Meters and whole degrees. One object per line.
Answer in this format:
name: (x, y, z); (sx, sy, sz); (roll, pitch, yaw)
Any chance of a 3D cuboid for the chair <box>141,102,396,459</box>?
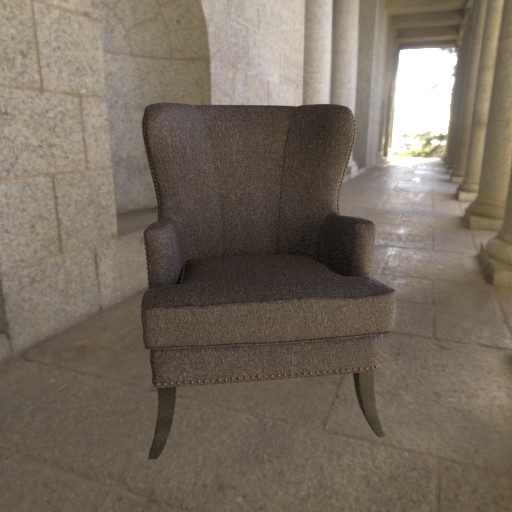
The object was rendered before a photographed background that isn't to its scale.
chair: (0.000, 0.000, 1.585); (0.759, 1.060, 0.758); (-2, 16, -8)
